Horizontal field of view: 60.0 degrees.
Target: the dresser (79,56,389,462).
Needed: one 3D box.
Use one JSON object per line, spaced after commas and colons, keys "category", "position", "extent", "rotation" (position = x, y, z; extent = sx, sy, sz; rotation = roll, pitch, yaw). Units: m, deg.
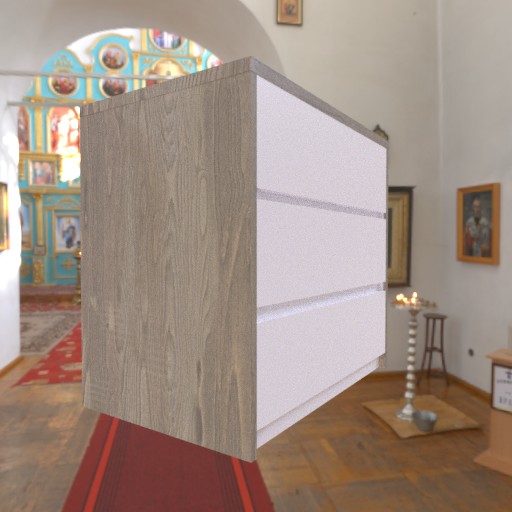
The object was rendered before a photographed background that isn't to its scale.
{"category": "dresser", "position": [0.000, 0.000, 1.312], "extent": [0.529, 0.762, 0.809], "rotation": [1, 1, 34]}
